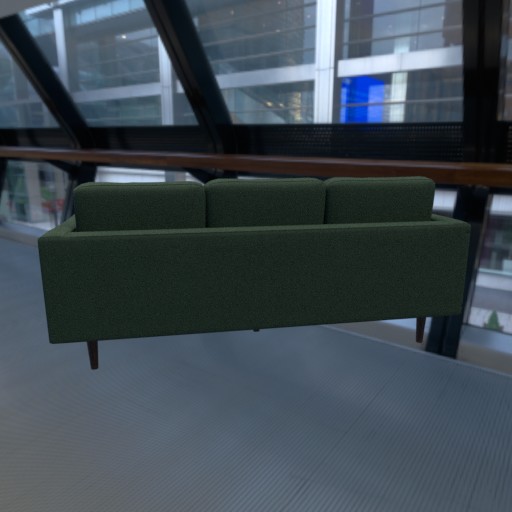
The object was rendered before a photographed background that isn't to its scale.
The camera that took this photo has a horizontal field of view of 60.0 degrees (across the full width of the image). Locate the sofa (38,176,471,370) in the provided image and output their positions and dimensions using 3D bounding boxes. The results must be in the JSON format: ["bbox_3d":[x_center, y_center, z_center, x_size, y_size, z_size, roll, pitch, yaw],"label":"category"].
[{"bbox_3d":[0.000,0.000,2.505,2.029,0.899,0.879,-2,14,-10],"label":"sofa"}]
